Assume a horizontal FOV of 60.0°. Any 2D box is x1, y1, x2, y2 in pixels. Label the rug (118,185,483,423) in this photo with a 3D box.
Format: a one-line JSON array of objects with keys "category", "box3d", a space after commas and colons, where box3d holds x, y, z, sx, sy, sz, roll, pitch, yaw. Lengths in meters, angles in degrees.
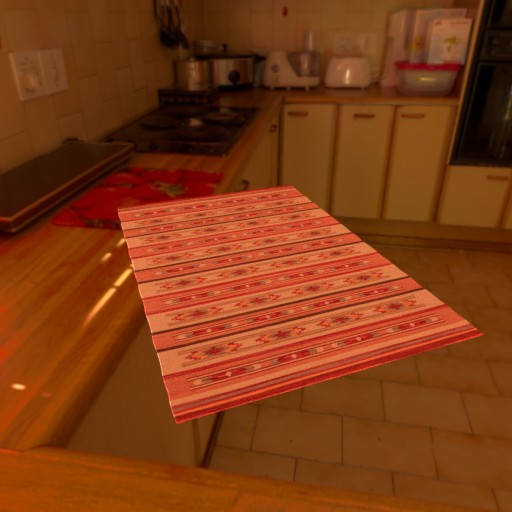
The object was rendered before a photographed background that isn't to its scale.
[{"category": "rug", "box3d": [0.000, 0.000, 2.292, 1.223, 0.008, 1.817, -10, 31, -18]}]
